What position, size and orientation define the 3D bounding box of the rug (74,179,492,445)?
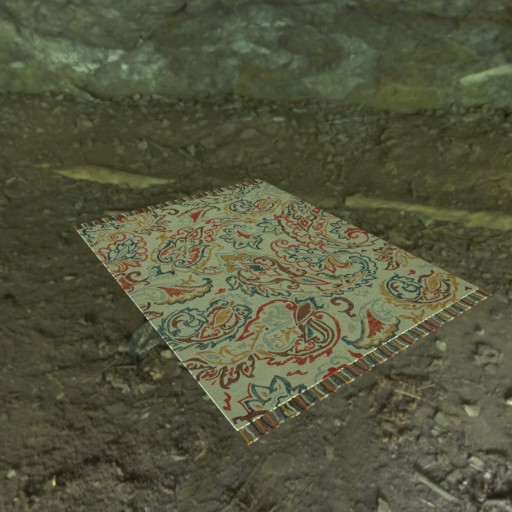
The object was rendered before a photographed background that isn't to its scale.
[{"bbox_3d":[0.000,0.000,4.186,2.439,0.015,3.274,-20,36,-30],"label":"rug"}]
